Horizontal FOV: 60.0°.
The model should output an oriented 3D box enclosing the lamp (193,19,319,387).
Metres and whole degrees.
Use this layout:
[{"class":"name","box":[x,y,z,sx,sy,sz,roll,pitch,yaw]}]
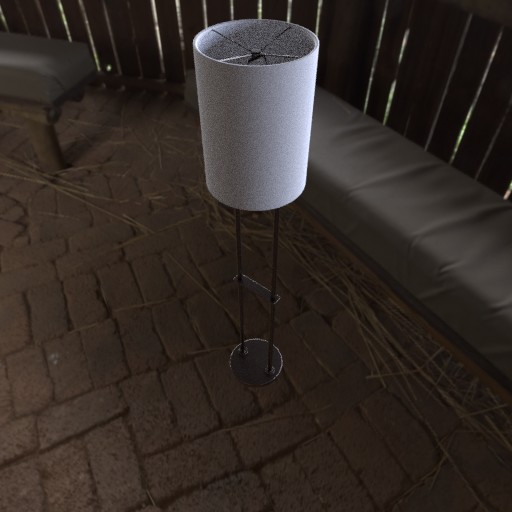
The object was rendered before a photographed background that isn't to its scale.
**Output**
[{"class":"lamp","box":[0.000,0.000,1.614,0.306,1.500,0.305,30,53,26]}]
